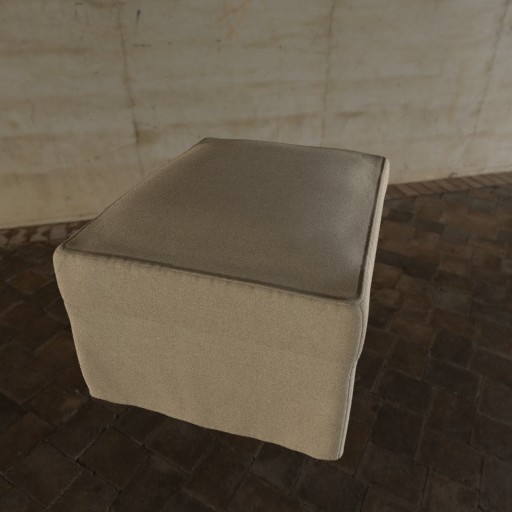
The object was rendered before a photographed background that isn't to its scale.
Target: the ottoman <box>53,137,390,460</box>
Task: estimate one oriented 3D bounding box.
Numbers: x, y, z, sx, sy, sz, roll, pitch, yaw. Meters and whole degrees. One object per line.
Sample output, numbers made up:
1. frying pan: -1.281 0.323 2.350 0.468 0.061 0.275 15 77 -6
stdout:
1. ottoman: 0.000 0.000 1.245 0.650 0.485 0.833 9 33 15
